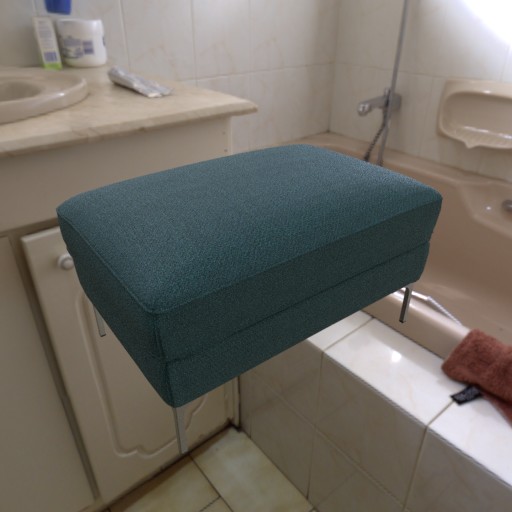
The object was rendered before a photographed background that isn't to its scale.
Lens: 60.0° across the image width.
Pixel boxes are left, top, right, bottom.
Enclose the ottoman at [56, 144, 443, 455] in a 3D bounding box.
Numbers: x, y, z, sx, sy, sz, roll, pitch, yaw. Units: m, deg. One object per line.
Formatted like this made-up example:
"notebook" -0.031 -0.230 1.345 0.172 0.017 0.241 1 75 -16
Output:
"ottoman" 0.000 0.000 1.207 0.856 0.498 0.563 -21 36 -31
